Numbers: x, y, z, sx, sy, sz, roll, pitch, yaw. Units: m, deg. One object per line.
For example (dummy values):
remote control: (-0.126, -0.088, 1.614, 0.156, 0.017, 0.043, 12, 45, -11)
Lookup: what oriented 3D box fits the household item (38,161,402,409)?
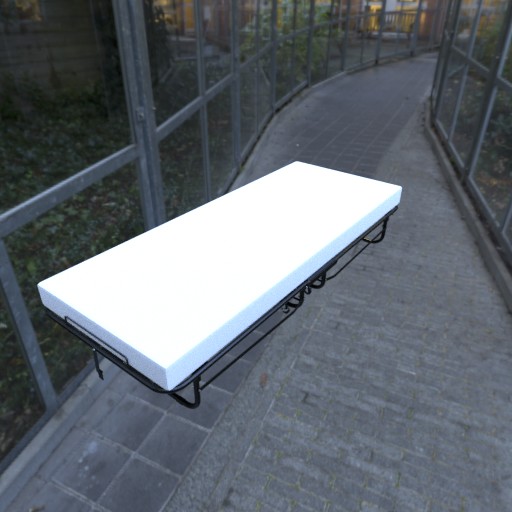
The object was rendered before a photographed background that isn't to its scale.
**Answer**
household item: (0.000, 0.000, 2.260, 0.787, 0.356, 1.905, 22, 37, 32)
